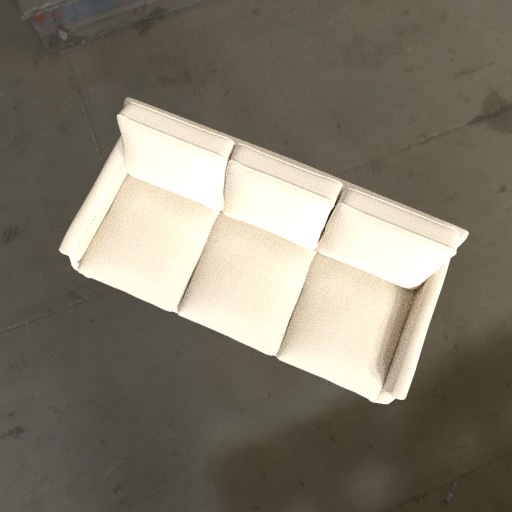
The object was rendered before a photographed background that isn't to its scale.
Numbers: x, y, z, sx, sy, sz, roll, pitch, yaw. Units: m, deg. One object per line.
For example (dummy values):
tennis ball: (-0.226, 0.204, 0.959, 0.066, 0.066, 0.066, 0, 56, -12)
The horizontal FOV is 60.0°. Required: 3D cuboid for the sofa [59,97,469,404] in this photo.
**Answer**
sofa: (0.000, 0.000, 2.822, 2.246, 1.003, 1.084, 23, 78, 5)
